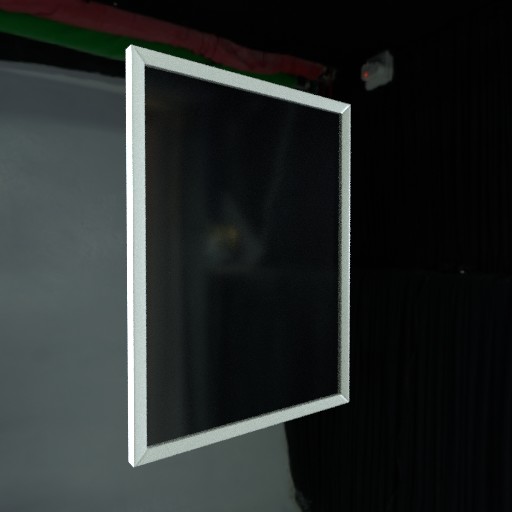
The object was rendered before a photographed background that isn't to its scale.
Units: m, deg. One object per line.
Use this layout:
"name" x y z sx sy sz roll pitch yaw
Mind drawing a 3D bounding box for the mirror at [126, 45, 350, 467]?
"mirror" 0.000 0.000 1.305 0.762 1.016 0.040 -1 2 -36
